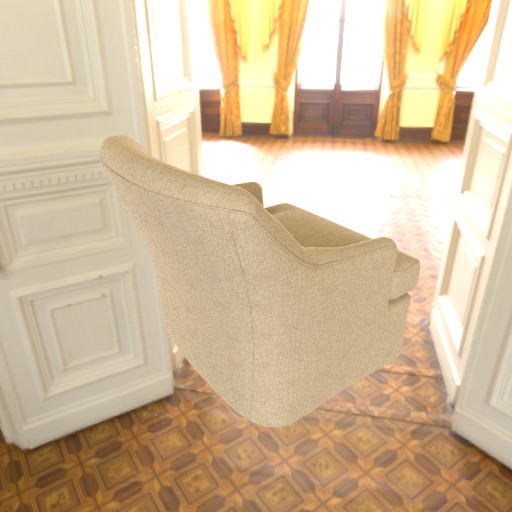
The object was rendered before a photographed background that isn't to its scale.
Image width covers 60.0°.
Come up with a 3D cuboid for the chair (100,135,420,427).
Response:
[{"bbox_3d":[0.000,0.000,1.606,0.923,0.856,0.864,-17,31,-31],"label":"chair"}]
